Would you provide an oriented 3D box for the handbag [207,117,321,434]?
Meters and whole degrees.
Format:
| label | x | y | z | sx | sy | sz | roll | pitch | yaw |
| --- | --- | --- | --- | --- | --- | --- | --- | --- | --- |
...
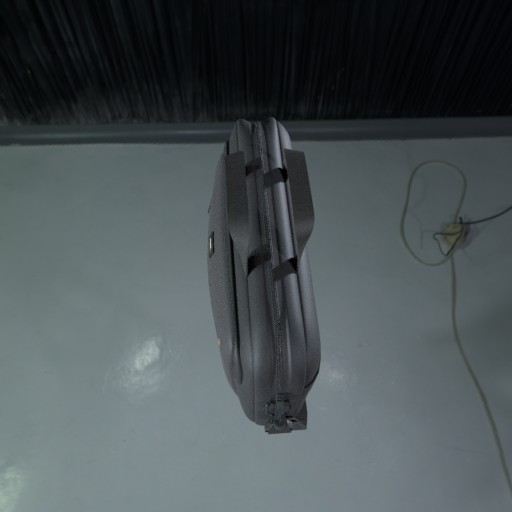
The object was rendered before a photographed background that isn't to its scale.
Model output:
| label | x | y | z | sx | sy | sz | roll | pitch | yaw |
| --- | --- | --- | --- | --- | --- | --- | --- | --- | --- |
| handbag | 0.000 | 0.000 | 0.584 | 0.126 | 0.330 | 0.429 | -4 | 60 | -2 |
